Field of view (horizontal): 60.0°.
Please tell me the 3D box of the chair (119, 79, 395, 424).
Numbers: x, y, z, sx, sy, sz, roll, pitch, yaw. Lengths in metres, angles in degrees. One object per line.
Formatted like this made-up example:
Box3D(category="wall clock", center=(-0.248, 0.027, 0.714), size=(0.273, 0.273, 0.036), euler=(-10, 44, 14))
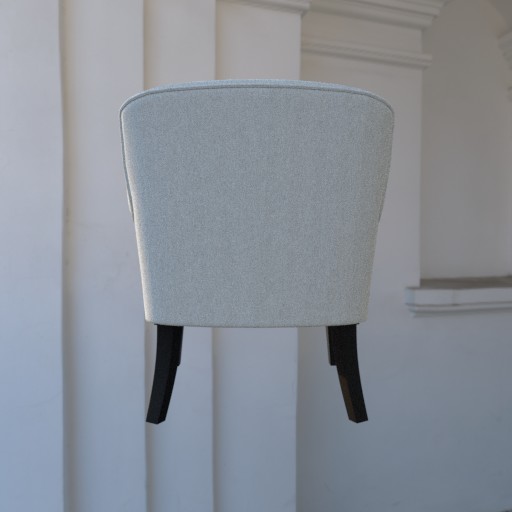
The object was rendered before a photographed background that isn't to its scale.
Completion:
Box3D(category="chair", center=(0.000, 0.000, 1.440), size=(0.781, 0.875, 0.750), euler=(0, 1, -1))
